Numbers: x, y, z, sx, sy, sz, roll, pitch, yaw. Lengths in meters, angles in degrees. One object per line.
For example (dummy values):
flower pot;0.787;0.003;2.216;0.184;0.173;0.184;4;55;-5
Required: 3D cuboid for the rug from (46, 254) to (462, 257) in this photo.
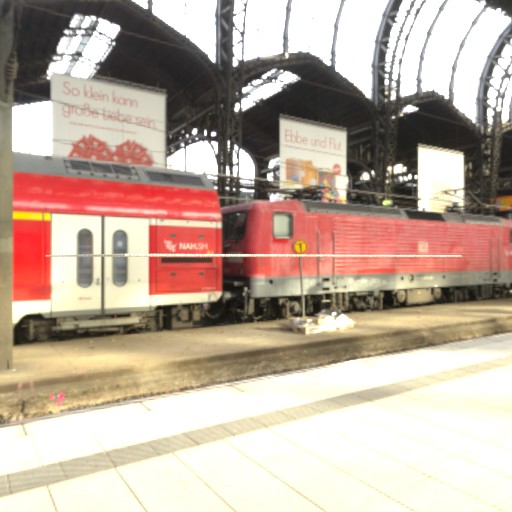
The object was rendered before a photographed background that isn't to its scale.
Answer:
rug;0.000;0.000;2.322;1.815;0.007;1.226;0;0;-35
